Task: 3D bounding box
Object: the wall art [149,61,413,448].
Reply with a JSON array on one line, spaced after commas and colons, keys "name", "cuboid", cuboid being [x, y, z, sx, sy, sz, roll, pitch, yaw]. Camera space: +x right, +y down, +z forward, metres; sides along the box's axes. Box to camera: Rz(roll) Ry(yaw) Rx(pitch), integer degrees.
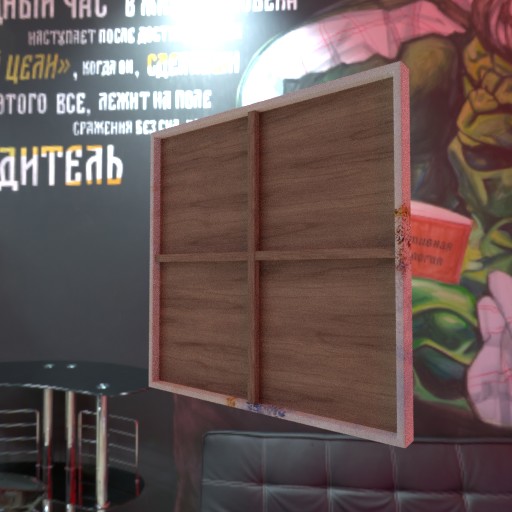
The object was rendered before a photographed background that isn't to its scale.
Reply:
[{"name": "wall art", "cuboid": [0.000, 0.000, 1.557, 1.061, 1.061, 0.071, -1, -2, 37]}]
